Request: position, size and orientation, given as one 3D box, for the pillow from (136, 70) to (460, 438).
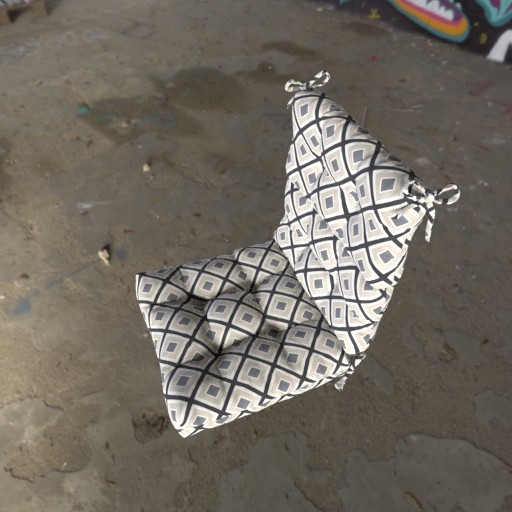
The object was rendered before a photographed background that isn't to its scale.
[{"bbox_3d":[0.000,0.000,1.031,0.571,0.605,0.519,-16,48,-15],"label":"pillow"}]
